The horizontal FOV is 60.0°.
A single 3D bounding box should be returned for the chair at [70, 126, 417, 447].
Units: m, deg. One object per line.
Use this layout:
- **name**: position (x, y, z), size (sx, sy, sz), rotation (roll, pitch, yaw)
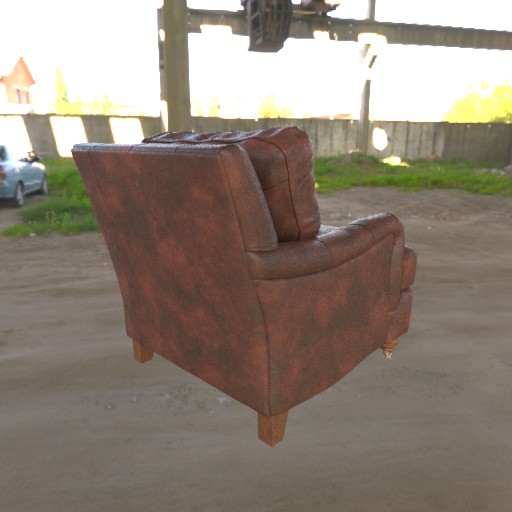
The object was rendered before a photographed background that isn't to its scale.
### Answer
- **chair**: position (0.000, 0.000, 1.903), size (0.987, 1.051, 1.156), rotation (14, 20, 43)
